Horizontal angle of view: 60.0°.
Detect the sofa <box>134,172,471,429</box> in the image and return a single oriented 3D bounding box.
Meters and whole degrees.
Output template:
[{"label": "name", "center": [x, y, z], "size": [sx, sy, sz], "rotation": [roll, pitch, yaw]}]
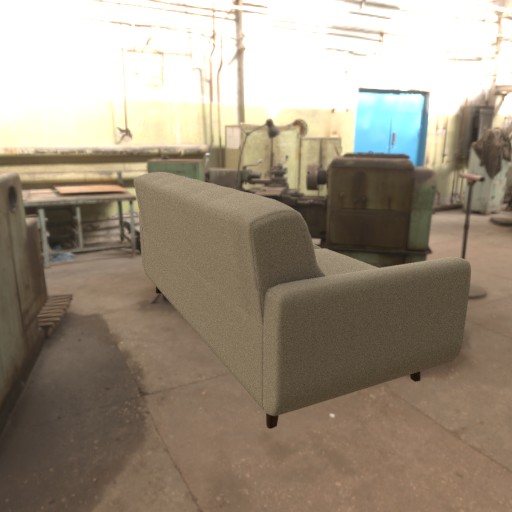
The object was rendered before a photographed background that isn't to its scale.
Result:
[{"label": "sofa", "center": [0.000, 0.000, 2.590], "size": [0.980, 0.892, 2.137], "rotation": [-7, 17, -26]}]
